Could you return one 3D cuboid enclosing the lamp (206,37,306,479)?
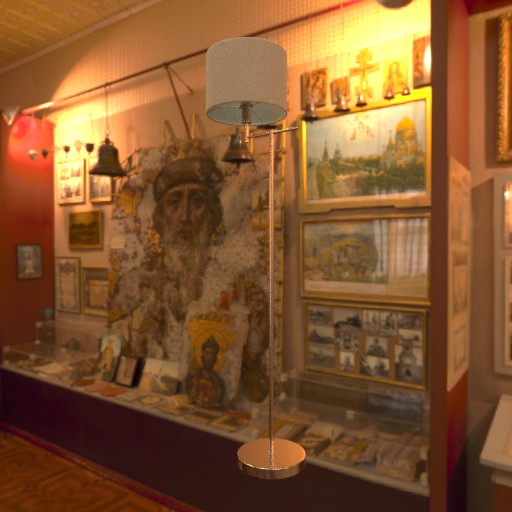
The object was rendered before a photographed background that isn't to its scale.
[{"bbox_3d":[0.000,0.000,1.759,0.416,1.600,0.324,1,1,37],"label":"lamp"}]
